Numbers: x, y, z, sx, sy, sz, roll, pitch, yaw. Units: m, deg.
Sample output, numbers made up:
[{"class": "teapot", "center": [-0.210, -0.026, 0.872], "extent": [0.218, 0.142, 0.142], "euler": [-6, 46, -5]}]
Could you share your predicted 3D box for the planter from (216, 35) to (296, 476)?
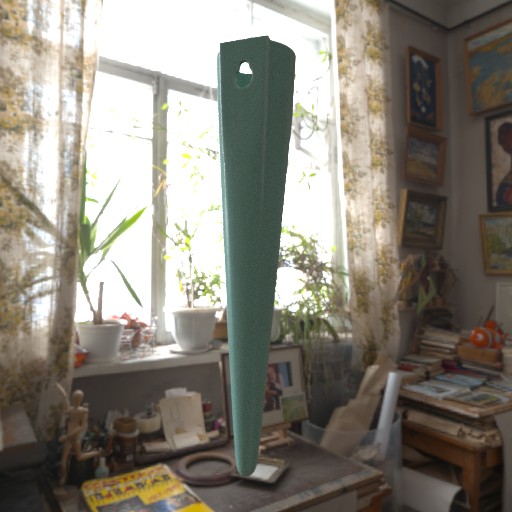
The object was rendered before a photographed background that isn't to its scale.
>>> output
[{"class": "planter", "center": [0.000, 0.000, 0.294], "extent": [0.054, 0.268, 0.055], "euler": [-1, -2, 17]}]
